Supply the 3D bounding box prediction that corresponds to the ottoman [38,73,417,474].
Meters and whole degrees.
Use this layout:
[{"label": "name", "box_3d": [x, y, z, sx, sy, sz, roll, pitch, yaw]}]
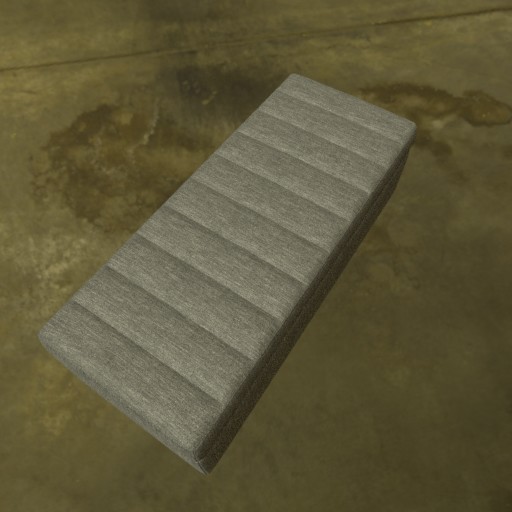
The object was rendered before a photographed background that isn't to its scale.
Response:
[{"label": "ottoman", "box_3d": [0.000, 0.000, 1.370, 0.482, 0.469, 1.151, 30, 63, 17]}]
